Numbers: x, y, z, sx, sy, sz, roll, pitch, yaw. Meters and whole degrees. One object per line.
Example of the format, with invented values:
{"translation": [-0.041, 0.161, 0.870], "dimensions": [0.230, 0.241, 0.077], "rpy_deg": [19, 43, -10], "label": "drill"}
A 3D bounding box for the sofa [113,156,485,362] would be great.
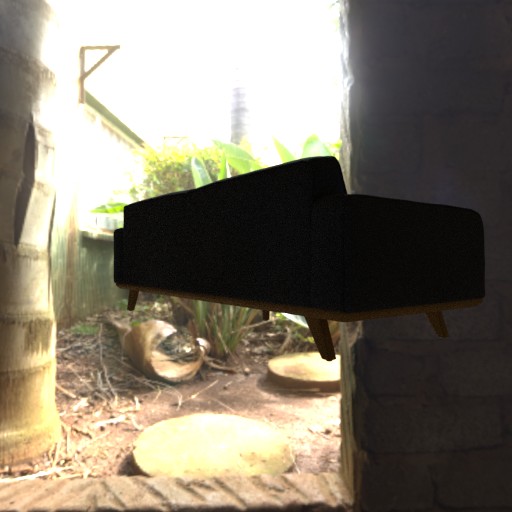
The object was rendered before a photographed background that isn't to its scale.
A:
{"translation": [0.000, 0.000, 2.633], "dimensions": [0.953, 0.782, 2.270], "rpy_deg": [0, 0, -37], "label": "sofa"}
